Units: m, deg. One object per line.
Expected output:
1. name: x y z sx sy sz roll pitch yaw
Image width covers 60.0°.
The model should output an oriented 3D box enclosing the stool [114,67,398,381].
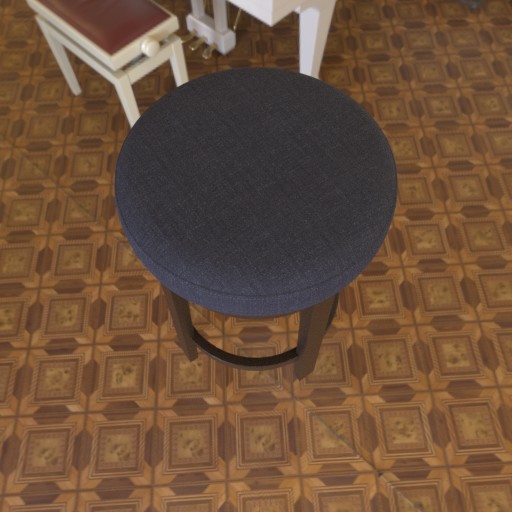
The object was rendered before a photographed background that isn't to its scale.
1. stool: 0.000 0.000 0.929 0.449 0.655 0.449 0 63 0
